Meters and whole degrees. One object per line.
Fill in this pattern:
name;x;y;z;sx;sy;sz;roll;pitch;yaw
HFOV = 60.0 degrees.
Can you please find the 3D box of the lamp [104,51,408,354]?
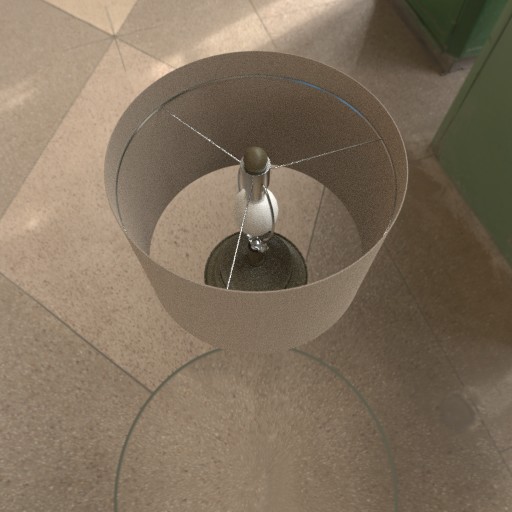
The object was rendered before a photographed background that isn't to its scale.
lamp;0.000;0.000;0.682;0.318;0.486;0.318;0;63;0
